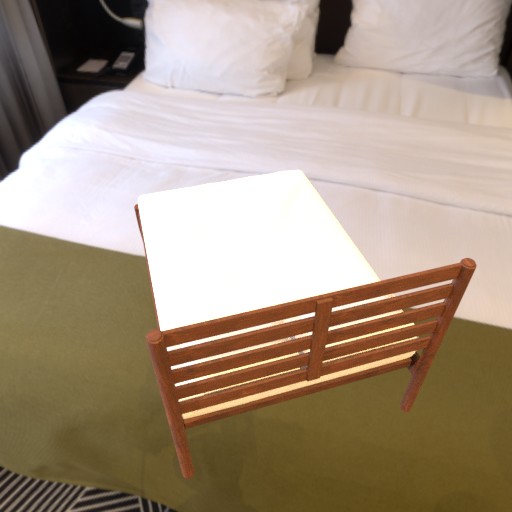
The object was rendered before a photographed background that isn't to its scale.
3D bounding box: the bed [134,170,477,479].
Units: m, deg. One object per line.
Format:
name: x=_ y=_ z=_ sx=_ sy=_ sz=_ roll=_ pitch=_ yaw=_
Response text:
bed: x=0.000 y=0.000 z=3.039 sx=1.509 sy=1.304 sz=2.093 roll=-11 pitch=43 yaw=-12
